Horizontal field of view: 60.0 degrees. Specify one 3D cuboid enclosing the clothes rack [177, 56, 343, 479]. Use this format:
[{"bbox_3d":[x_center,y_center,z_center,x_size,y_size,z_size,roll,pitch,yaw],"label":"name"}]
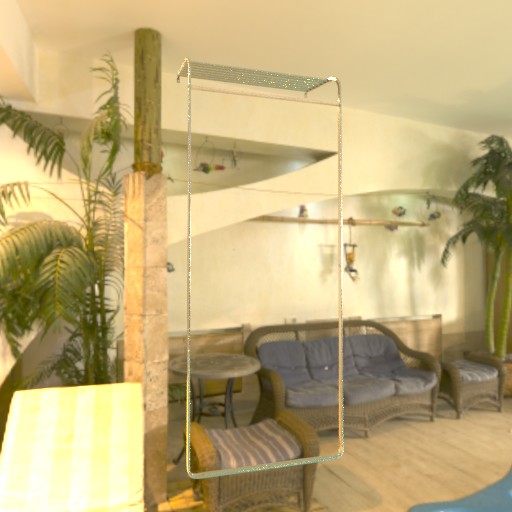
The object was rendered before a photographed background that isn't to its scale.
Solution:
[{"bbox_3d":[0.000,0.000,1.812,0.609,1.574,0.349,0,-1,-17],"label":"clothes rack"}]
